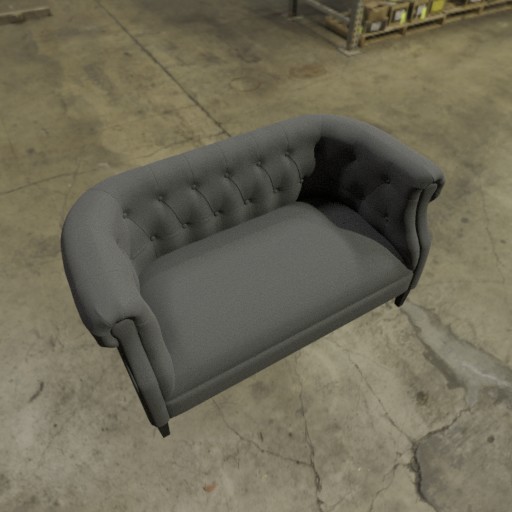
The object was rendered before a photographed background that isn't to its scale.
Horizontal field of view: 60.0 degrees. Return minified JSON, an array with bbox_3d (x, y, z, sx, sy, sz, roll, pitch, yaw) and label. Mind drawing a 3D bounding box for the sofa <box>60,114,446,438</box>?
[{"bbox_3d":[0.000,0.000,2.051,1.558,0.827,0.835,-24,51,-20],"label":"sofa"}]
